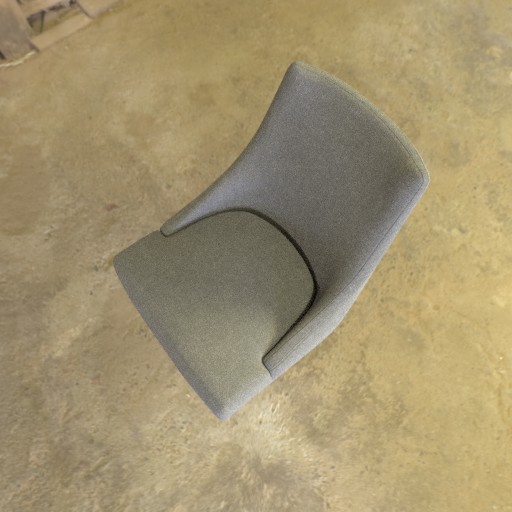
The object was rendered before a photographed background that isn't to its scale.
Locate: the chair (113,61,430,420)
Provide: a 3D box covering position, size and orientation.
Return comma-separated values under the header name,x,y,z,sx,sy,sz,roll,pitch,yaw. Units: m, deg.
name,x,y,z,sx,sy,sz,roll,pitch,yaw
chair,0.000,0.000,1.535,0.861,0.909,0.701,-35,69,-15
